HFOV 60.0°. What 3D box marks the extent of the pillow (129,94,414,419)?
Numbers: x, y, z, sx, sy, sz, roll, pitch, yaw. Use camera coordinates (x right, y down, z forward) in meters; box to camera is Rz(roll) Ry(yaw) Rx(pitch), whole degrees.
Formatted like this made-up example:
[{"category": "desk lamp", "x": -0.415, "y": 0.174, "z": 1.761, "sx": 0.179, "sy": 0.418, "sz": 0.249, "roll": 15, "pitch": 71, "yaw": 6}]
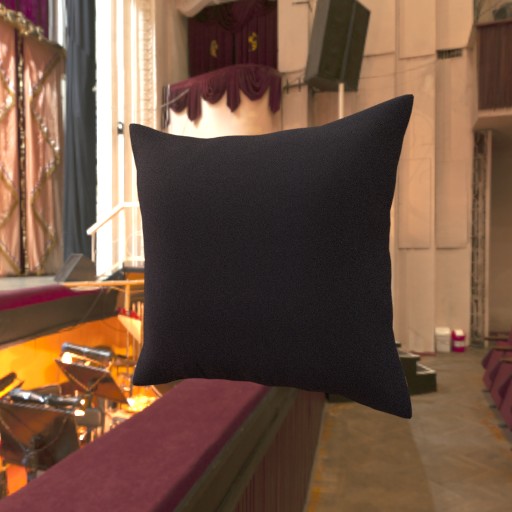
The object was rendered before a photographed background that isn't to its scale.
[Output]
[{"category": "pillow", "x": 0.000, "y": 0.000, "z": 0.754, "sx": 0.504, "sy": 0.494, "sz": 0.188, "roll": 0, "pitch": 1, "yaw": 19}]
